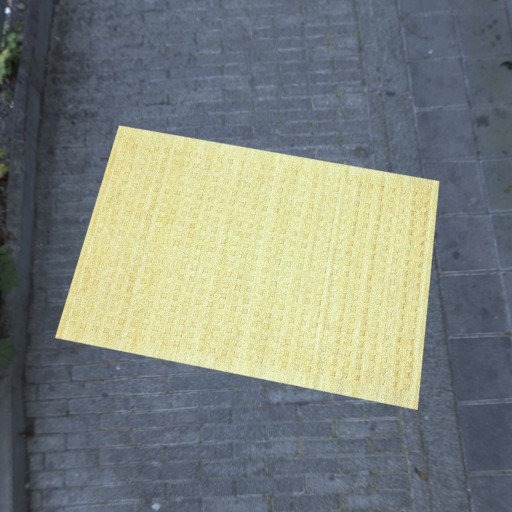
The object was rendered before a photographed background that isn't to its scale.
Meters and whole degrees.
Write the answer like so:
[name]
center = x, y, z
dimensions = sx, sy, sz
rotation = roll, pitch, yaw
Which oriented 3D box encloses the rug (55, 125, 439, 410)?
[rug]
center = 0.000, 0.000, 2.930
dimensions = 2.286, 0.006, 1.524
rotation = 11, 76, 3
